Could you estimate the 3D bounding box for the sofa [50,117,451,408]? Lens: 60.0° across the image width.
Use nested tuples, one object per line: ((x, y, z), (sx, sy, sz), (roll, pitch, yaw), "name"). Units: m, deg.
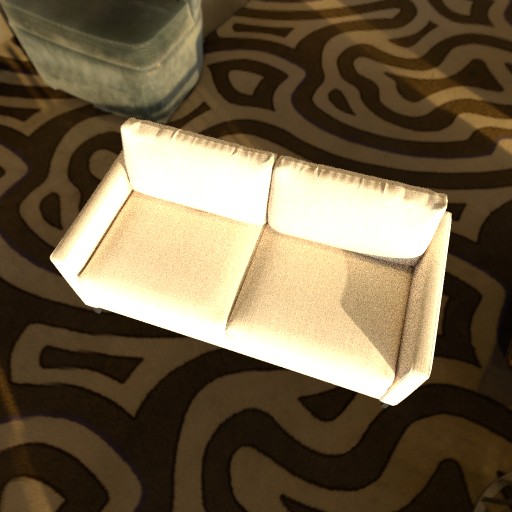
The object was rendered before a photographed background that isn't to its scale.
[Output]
((0.000, 0.000, 2.103), (1.651, 0.812, 0.839), (16, 60, 10), "sofa")
